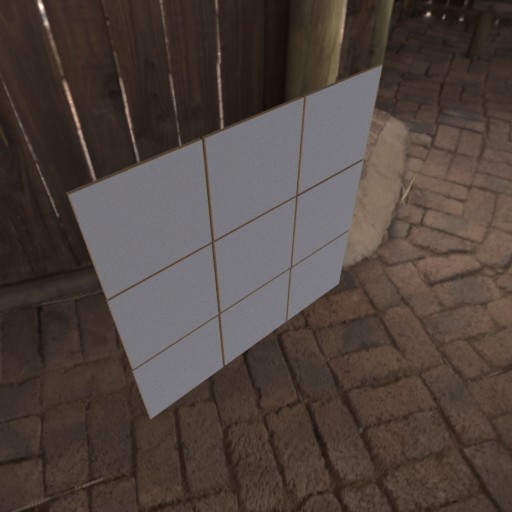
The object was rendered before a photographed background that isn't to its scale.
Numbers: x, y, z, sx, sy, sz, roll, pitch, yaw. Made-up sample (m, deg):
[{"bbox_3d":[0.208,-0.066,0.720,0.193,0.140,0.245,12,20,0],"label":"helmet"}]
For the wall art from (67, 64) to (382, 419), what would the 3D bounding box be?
[{"bbox_3d":[0.000,0.000,2.243,1.527,1.521,0.017,-31,53,-27],"label":"wall art"}]
